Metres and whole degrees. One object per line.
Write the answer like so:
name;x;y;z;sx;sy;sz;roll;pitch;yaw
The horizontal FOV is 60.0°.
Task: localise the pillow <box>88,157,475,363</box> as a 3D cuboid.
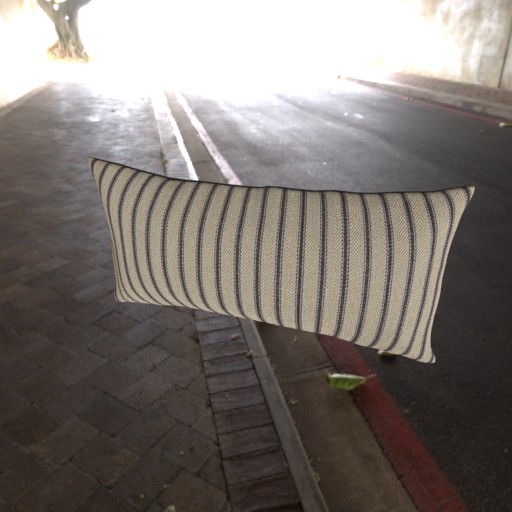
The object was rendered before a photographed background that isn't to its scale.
pillow;0.000;0.000;0.737;0.609;0.305;0.151;9;28;17
